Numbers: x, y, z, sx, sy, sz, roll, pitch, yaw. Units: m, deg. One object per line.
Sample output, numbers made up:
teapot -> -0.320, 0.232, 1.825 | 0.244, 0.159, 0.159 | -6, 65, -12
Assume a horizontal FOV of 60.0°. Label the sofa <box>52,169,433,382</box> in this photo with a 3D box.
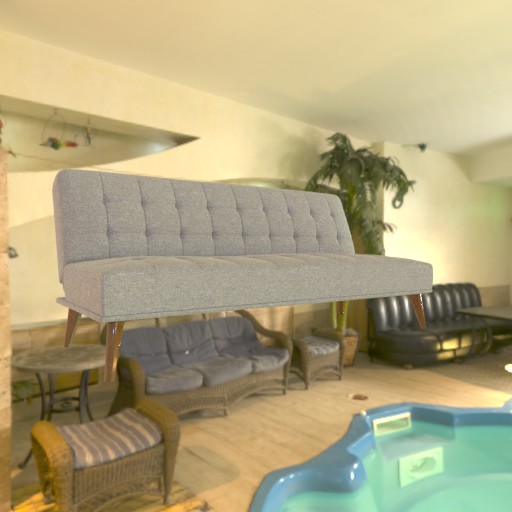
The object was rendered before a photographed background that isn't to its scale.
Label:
sofa -> 0.000, 0.000, 2.275 | 1.800, 0.810, 0.860 | -1, 1, -35
